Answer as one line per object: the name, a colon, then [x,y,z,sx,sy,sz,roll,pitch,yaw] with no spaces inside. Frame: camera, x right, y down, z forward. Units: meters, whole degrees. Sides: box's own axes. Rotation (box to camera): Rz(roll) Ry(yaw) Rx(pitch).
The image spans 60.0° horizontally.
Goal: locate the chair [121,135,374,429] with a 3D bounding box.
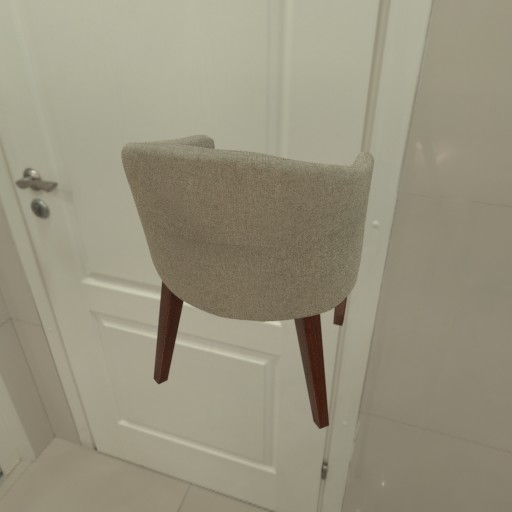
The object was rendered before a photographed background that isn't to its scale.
chair: [0.000,0.000,1.269,0.583,0.811,0.655,10,33,16]
